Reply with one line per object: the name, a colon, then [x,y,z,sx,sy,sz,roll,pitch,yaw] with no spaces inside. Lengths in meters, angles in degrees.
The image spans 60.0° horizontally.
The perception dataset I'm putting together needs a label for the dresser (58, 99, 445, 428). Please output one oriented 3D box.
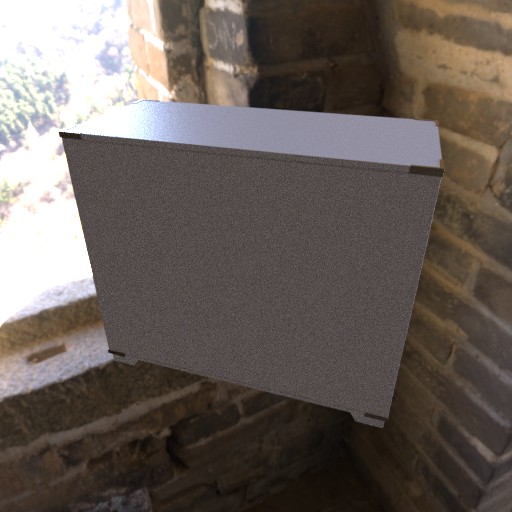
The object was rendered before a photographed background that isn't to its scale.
dresser: [0.000,0.000,1.527,1.022,0.891,0.460,9,32,15]
